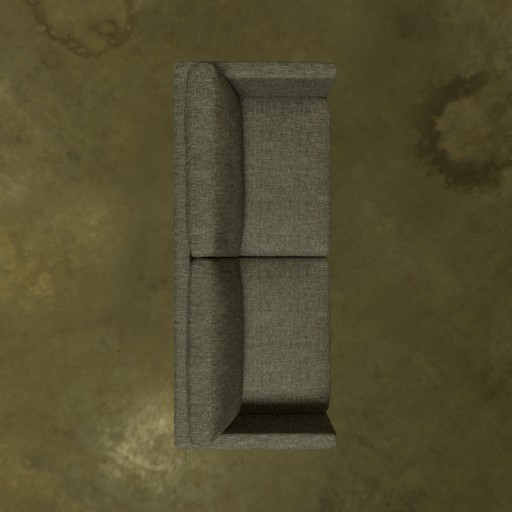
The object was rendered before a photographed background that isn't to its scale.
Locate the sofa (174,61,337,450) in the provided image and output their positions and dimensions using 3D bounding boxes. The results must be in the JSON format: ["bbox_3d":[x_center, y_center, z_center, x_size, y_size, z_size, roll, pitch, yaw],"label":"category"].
[{"bbox_3d":[0.000,0.000,2.768,0.948,0.960,2.208,0,90,-1],"label":"sofa"}]
